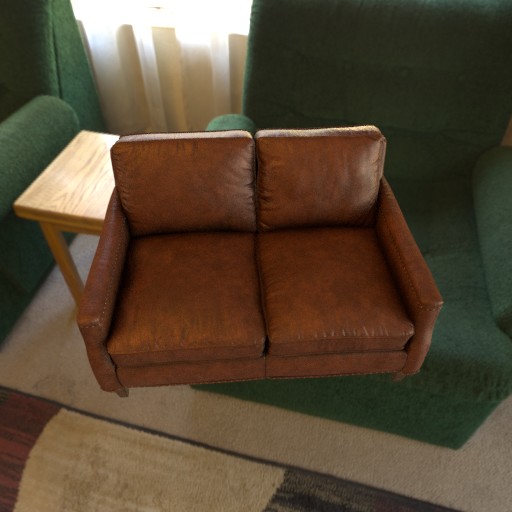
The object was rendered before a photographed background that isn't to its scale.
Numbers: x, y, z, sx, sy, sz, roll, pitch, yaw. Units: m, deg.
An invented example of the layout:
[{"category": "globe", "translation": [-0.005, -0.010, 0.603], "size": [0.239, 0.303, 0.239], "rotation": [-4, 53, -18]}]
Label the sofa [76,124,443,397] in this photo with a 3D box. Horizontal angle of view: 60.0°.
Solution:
[{"category": "sofa", "translation": [0.000, 0.000, 2.306], "size": [1.628, 1.003, 1.083], "rotation": [-3, 46, -2]}]
